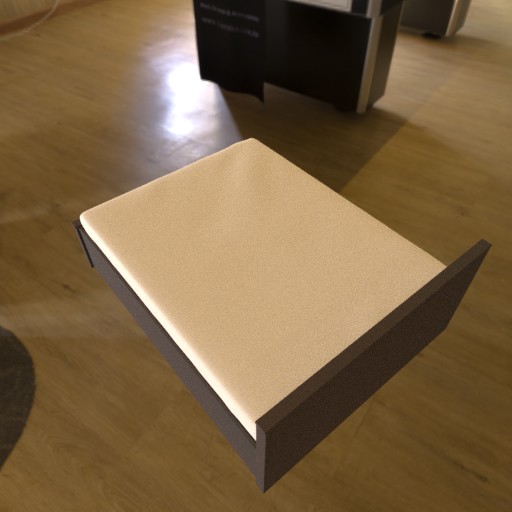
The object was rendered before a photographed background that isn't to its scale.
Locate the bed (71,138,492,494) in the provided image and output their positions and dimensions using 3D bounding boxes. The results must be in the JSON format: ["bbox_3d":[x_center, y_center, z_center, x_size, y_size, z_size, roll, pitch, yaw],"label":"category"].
[{"bbox_3d":[0.000,0.000,2.931,1.634,0.808,2.103,-31,54,-26],"label":"bed"}]
